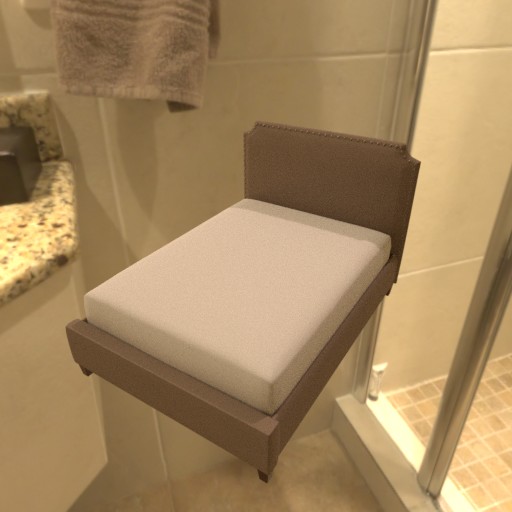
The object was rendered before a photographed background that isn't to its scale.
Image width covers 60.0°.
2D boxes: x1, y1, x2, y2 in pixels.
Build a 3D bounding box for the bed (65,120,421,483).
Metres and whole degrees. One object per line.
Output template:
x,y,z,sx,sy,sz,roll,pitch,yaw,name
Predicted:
0.000,0.000,3.443,1.713,1.443,2.372,18,35,28,bed
